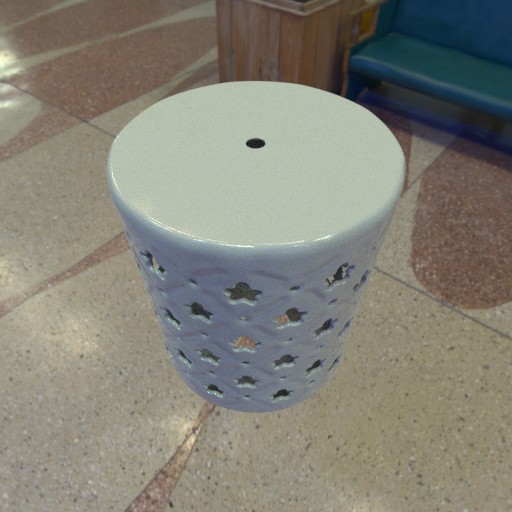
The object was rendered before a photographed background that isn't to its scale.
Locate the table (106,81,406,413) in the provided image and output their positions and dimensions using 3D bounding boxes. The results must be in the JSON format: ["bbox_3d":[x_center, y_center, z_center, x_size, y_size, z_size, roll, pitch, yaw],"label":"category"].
[{"bbox_3d":[0.000,0.000,0.662,0.352,0.387,0.352,0,46,0],"label":"table"}]
